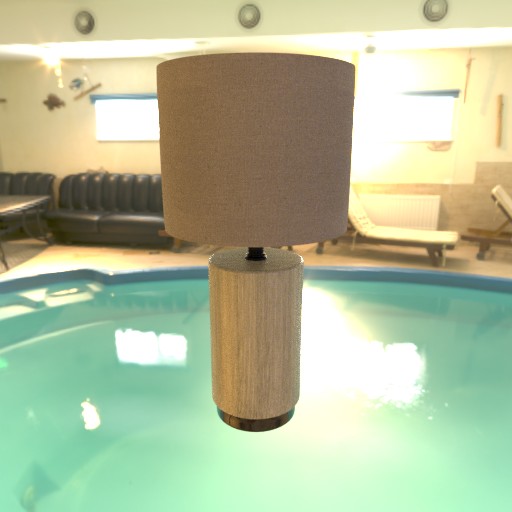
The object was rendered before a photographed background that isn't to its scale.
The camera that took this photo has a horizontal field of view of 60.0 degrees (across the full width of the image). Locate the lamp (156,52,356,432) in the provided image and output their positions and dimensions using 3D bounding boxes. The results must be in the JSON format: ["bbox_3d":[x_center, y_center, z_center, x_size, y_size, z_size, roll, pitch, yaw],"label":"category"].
[{"bbox_3d":[0.000,0.000,0.570,0.228,0.444,0.228,-3,15,-10],"label":"lamp"}]
